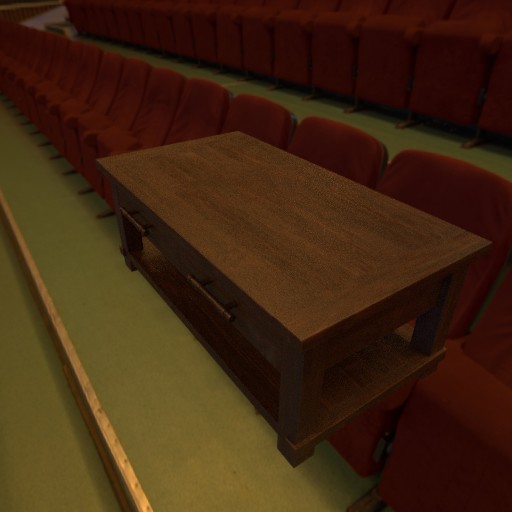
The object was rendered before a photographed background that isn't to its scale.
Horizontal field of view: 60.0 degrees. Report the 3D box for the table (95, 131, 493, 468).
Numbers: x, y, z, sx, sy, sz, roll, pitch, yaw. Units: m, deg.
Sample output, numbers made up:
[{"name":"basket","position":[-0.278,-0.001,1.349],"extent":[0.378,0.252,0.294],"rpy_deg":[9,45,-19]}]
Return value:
[{"name":"table","position":[0.000,0.000,1.605],"extent":[0.700,0.494,1.270],"rpy_deg":[-20,37,-29]}]
